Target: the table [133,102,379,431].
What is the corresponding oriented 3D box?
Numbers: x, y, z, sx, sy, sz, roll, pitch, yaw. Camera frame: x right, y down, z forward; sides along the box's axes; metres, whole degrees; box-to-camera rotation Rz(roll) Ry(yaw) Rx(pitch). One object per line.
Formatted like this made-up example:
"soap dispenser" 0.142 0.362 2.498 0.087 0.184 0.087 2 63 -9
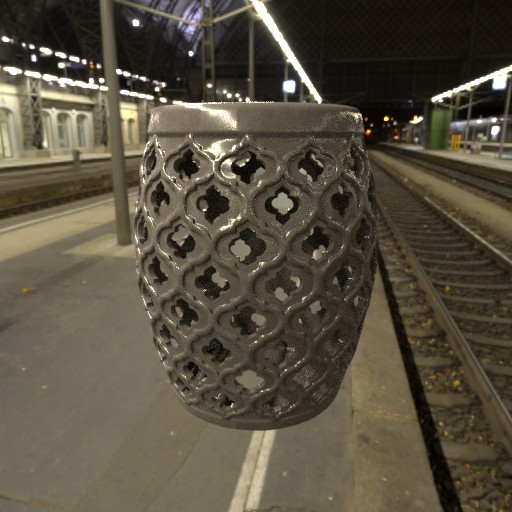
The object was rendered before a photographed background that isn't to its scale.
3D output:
"table" 0.000 0.000 0.615 0.325 0.388 0.325 0 15 0
